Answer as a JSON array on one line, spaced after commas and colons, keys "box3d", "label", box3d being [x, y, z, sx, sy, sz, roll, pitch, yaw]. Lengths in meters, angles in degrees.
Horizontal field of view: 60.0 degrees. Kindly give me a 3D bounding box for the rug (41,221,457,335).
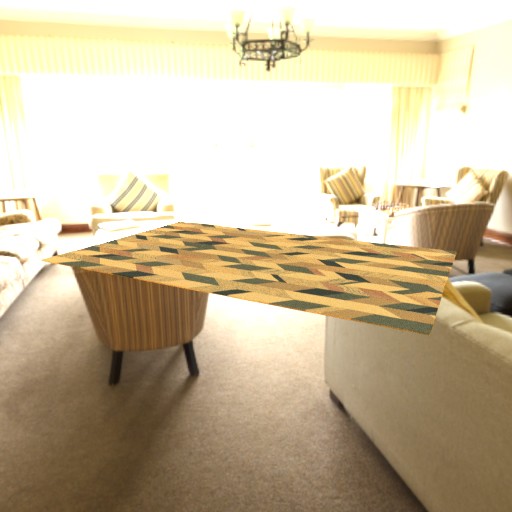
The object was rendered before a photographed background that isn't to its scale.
[{"box3d": [0.000, 0.000, 3.026, 2.423, 0.008, 1.513, 8, 17, 27], "label": "rug"}]
